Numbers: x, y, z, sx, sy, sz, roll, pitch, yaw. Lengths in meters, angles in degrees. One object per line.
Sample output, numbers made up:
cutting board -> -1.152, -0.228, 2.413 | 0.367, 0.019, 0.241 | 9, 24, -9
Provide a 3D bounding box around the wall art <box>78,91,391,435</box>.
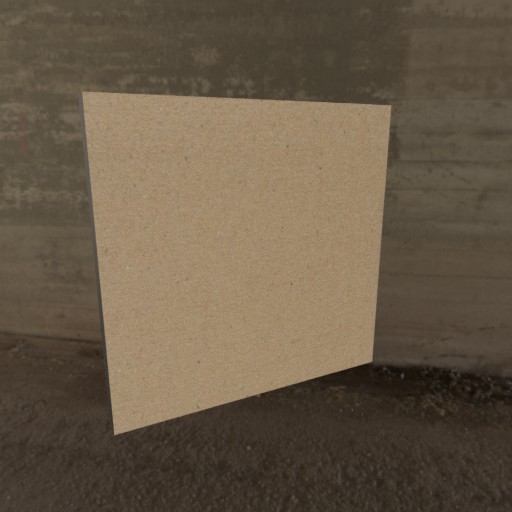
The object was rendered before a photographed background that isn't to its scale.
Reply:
wall art -> 0.000, 0.000, 0.480 | 0.327, 0.318, 0.029 | -7, 16, -26
